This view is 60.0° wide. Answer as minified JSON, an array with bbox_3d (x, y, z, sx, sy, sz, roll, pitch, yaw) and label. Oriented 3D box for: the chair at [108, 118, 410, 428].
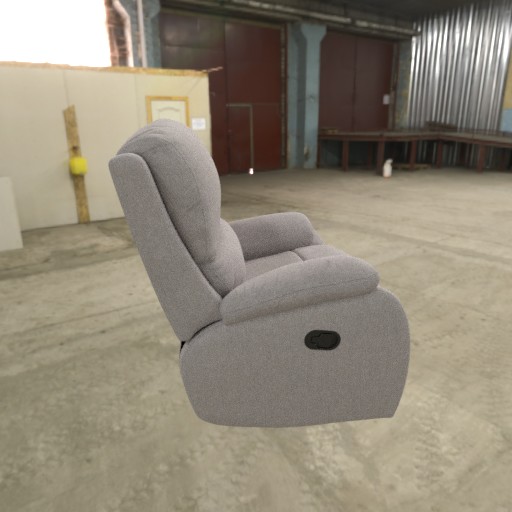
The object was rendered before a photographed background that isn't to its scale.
[{"bbox_3d":[0.000,0.000,1.706,0.899,1.011,0.930,-3,17,-9],"label":"chair"}]
